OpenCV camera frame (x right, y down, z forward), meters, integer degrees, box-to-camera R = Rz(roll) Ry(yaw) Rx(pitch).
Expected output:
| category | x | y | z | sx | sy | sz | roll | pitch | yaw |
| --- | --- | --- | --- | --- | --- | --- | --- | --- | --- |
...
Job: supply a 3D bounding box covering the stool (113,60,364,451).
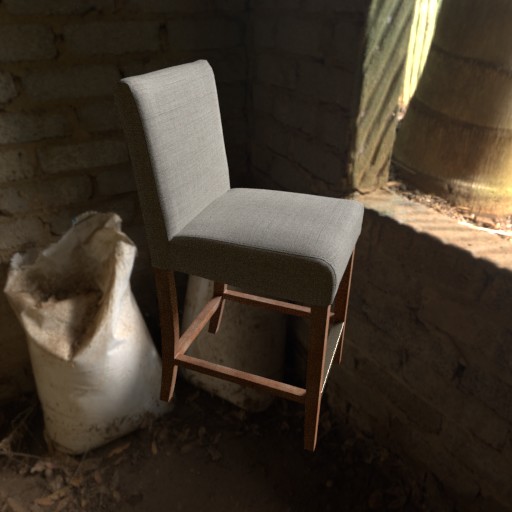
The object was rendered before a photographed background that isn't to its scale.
| category | x | y | z | sx | sy | sz | roll | pitch | yaw |
| --- | --- | --- | --- | --- | --- | --- | --- | --- | --- |
| stool | 0.000 | 0.000 | 1.346 | 0.567 | 1.039 | 0.454 | 11 | 32 | 18 |
